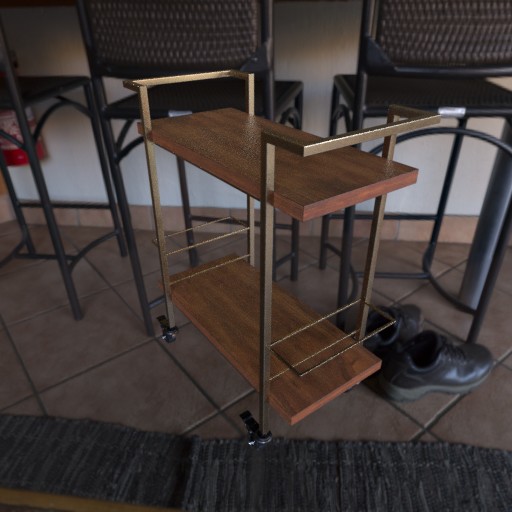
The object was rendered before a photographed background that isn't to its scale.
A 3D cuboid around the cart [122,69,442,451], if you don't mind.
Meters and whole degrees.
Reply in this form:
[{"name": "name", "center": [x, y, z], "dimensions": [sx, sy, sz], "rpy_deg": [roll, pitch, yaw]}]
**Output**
[{"name": "cart", "center": [0.000, 0.000, 1.160], "dimensions": [0.364, 0.807, 0.695], "rpy_deg": [-20, 36, -30]}]
